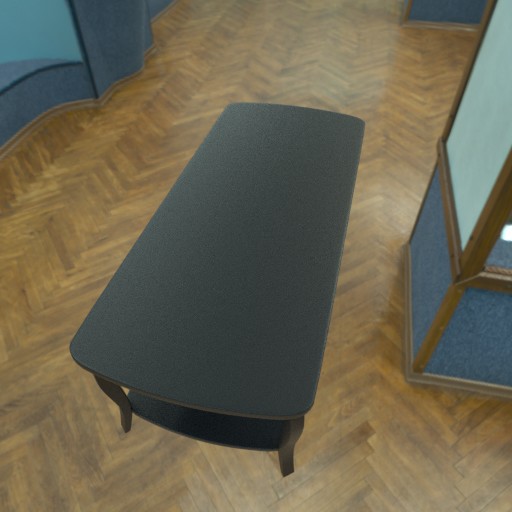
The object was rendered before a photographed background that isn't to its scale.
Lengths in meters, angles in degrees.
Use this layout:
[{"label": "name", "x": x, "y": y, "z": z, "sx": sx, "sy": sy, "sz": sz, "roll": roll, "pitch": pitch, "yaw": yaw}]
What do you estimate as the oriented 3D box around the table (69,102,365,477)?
[{"label": "table", "x": 0.000, "y": 0.000, "z": 1.532, "sx": 0.571, "sy": 0.457, "sz": 1.333, "roll": 11, "pitch": 46, "yaw": 10}]
